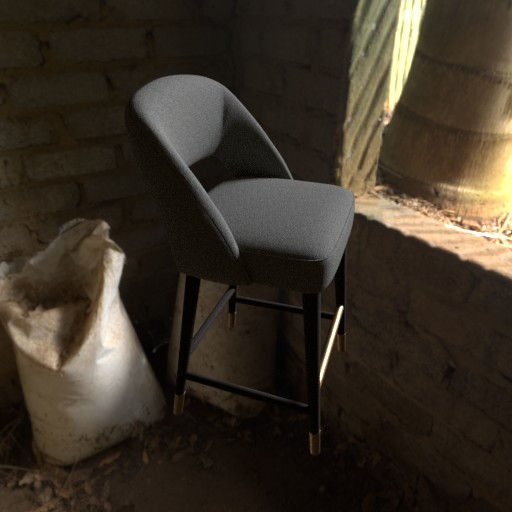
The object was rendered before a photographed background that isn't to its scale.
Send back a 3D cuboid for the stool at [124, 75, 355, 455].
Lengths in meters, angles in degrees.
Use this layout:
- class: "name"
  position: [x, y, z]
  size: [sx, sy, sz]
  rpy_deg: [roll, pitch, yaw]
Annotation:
- class: "stool"
  position: [0.000, 0.000, 1.252]
  size: [0.524, 0.925, 0.536]
  rpy_deg: [10, 31, 16]
